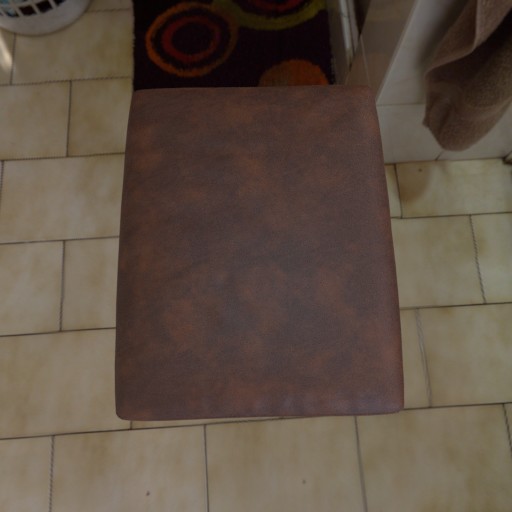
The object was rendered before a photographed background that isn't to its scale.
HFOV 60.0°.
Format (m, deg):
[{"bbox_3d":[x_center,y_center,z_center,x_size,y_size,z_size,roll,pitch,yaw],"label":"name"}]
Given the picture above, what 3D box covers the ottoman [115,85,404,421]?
[{"bbox_3d":[0.000,0.000,1.115,0.586,0.486,0.742,-1,76,0],"label":"ottoman"}]
